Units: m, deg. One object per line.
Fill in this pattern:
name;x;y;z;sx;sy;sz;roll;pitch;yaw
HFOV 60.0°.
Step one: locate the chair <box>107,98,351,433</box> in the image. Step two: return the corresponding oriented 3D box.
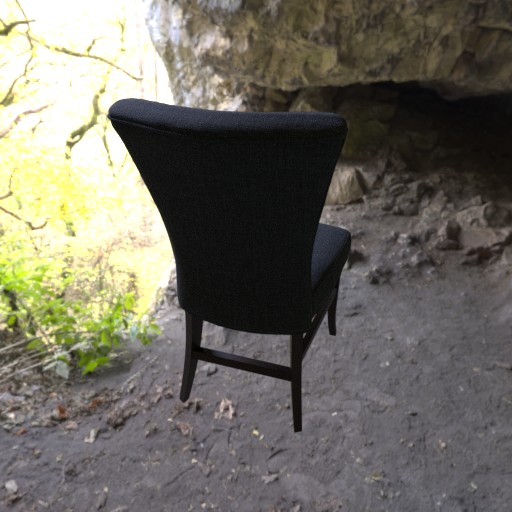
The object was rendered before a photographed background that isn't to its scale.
chair;0.000;0.000;1.352;0.520;0.991;0.660;9;32;15
